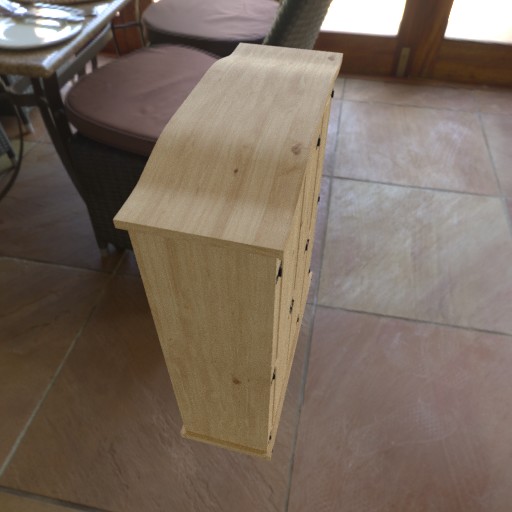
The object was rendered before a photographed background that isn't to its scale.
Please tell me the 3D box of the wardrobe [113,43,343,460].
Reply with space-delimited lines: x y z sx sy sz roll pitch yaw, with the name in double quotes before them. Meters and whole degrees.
"wardrobe" 0.000 0.000 2.511 0.570 1.870 1.500 11 47 10
